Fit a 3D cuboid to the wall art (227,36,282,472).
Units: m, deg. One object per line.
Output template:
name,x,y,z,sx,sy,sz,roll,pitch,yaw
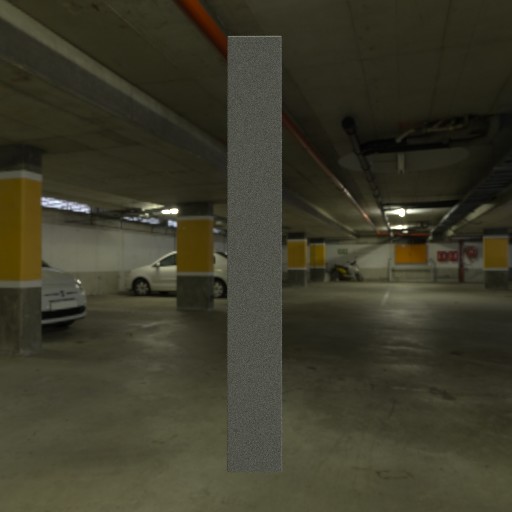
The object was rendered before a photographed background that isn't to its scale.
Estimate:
wall art,0.000,0.000,0.462,0.038,0.305,0.305,0,-1,0
